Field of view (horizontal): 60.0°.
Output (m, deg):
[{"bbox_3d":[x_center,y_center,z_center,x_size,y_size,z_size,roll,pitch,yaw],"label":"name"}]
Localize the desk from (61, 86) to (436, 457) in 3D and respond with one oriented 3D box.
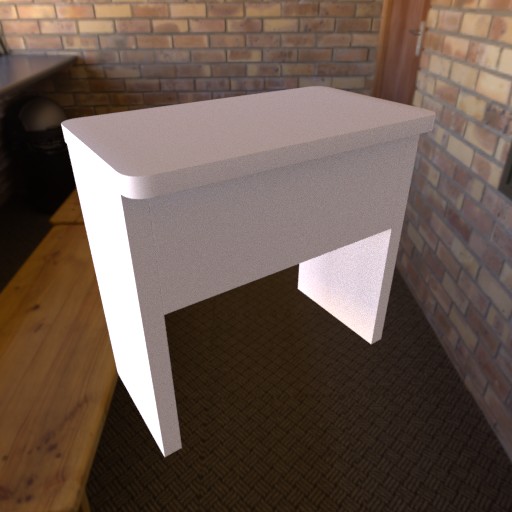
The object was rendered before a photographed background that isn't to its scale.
[{"bbox_3d":[0.000,0.000,1.233,0.790,0.760,0.446,-19,36,-29],"label":"desk"}]
